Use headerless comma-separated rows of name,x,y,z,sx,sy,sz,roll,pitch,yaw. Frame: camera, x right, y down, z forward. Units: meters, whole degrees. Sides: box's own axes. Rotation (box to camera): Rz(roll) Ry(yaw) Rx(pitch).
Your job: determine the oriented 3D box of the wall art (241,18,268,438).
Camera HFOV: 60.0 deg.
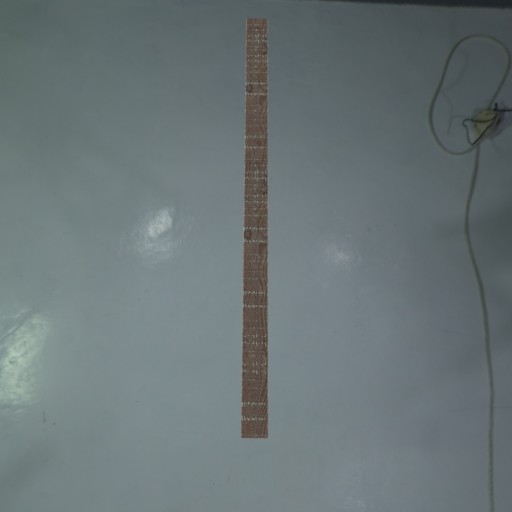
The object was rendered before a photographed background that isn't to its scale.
wall art,0.000,0.000,0.793,0.029,0.531,0.531,0,76,0
